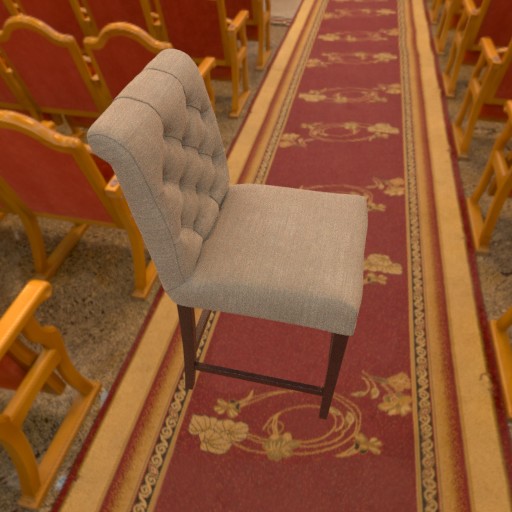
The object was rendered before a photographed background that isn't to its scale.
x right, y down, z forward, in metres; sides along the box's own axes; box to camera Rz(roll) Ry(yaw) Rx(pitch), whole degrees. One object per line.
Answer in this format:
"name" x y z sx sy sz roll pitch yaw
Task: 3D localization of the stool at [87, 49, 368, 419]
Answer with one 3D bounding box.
"stool" 0.000 0.000 1.410 0.660 1.084 0.486 9 47 9
